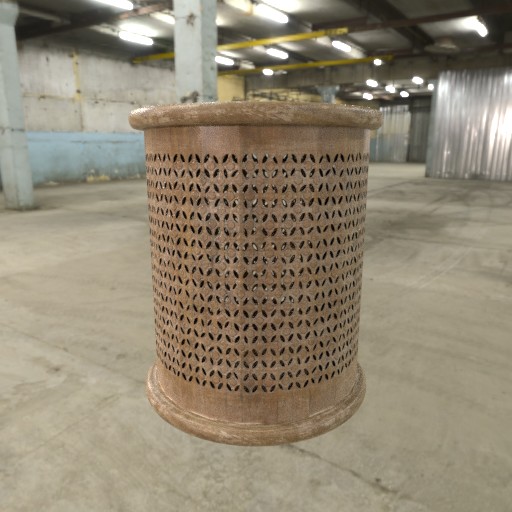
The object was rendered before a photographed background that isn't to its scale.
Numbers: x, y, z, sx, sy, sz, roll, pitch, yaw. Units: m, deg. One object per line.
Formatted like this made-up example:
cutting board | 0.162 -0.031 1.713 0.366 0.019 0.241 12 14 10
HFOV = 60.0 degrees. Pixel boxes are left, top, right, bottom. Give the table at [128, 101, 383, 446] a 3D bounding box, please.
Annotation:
table | 0.000 0.000 0.788 0.407 0.482 0.407 0 13 0
